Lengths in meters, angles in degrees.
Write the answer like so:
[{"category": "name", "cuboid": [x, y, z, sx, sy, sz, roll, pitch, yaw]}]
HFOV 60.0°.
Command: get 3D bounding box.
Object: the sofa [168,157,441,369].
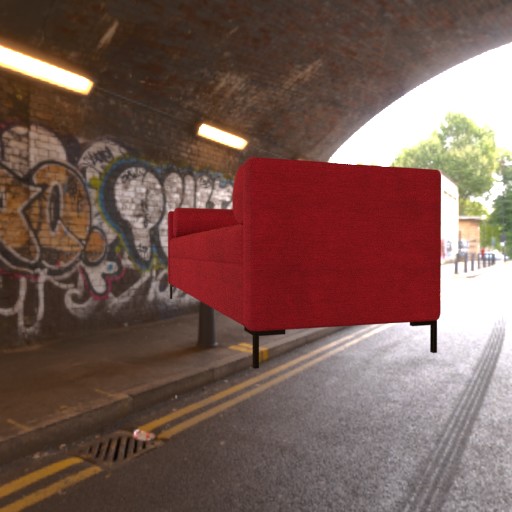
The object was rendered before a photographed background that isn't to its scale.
[{"category": "sofa", "cuboid": [0.000, 0.000, 2.331, 0.686, 0.635, 1.981, 0, 1, -18]}]
